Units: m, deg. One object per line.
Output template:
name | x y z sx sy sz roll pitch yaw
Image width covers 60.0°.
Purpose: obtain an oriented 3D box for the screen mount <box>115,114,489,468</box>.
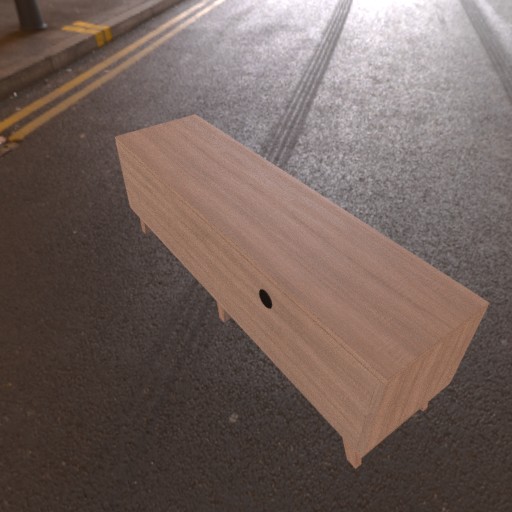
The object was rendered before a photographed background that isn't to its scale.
screen mount | 0.000 0.000 1.683 0.401 0.509 1.500 -26 47 -27
